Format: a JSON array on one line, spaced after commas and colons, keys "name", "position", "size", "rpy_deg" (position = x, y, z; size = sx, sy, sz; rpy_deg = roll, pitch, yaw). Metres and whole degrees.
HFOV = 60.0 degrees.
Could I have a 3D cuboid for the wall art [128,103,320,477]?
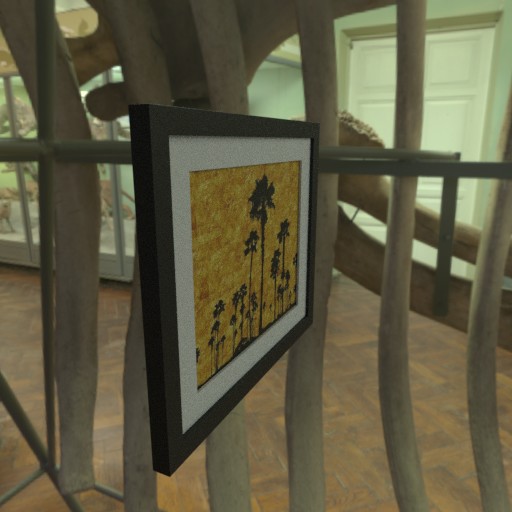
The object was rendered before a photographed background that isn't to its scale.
[{"name": "wall art", "position": [0.000, 0.000, 0.766], "size": [0.028, 0.460, 0.561], "rpy_deg": [7, 16, 25]}]
